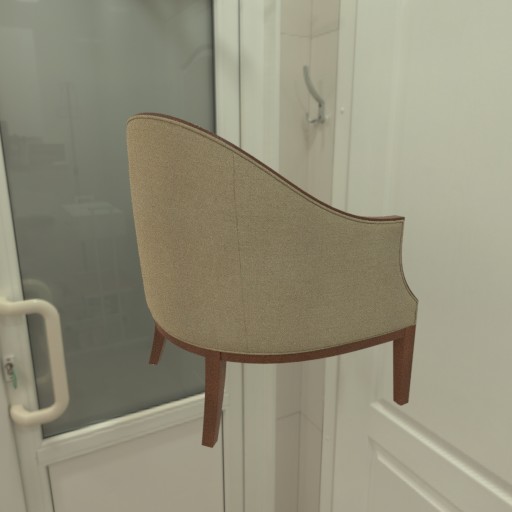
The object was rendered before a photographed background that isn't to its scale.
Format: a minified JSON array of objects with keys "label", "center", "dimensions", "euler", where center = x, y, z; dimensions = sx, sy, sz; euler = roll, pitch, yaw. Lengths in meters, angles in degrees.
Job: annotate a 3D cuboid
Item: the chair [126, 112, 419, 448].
[{"label":"chair","center":[0.000,0.000,1.454],"dimensions":[0.735,0.876,0.803],"euler":[-8,17,-28]}]
